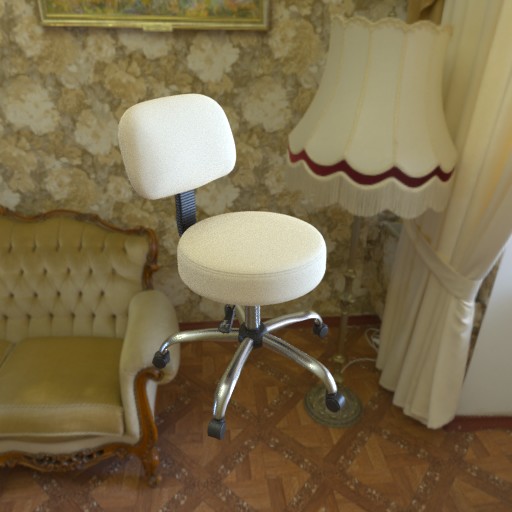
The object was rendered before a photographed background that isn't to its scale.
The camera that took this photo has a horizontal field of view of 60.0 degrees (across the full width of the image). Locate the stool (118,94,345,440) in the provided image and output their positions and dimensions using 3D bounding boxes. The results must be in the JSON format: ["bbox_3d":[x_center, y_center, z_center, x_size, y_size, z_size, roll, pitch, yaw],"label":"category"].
[{"bbox_3d":[0.000,0.000,1.246,0.616,0.810,0.609,19,33,33],"label":"stool"}]
